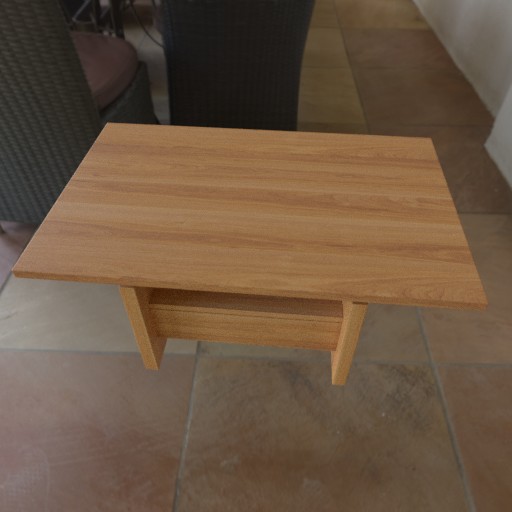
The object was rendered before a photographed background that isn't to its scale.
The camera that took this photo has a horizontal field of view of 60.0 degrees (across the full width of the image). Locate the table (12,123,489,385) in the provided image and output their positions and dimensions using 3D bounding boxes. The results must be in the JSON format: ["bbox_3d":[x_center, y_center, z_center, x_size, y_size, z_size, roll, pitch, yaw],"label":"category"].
[{"bbox_3d":[0.000,0.000,1.440,1.100,0.510,0.700,4,46,4],"label":"table"}]
